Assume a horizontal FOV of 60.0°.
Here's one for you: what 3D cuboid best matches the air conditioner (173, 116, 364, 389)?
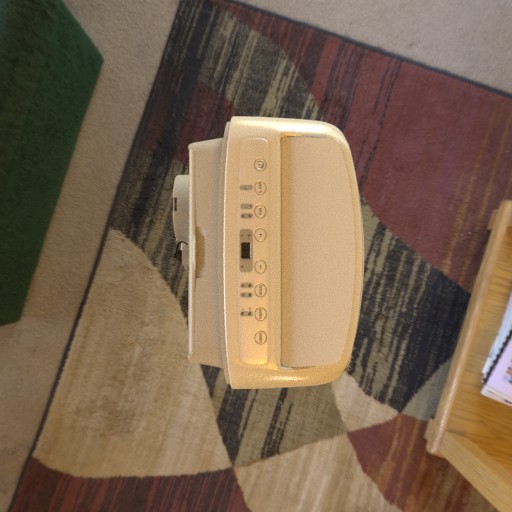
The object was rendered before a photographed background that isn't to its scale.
[{"bbox_3d":[0.000,0.000,1.045,0.414,0.786,0.449,0,89,-1],"label":"air conditioner"}]
